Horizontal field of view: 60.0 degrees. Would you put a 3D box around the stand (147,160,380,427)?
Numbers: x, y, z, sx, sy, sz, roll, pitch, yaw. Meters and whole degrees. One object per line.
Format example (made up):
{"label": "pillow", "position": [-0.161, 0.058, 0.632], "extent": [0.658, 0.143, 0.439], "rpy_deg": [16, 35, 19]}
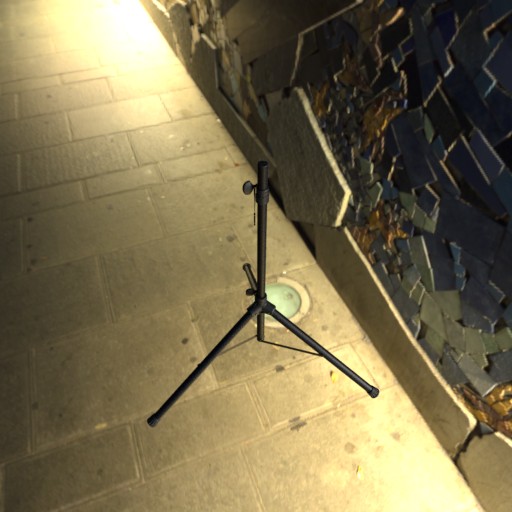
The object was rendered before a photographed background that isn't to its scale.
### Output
{"label": "stand", "position": [0.000, 0.000, 1.870], "extent": [1.045, 1.136, 0.907], "rpy_deg": [-4, 46, -4]}
